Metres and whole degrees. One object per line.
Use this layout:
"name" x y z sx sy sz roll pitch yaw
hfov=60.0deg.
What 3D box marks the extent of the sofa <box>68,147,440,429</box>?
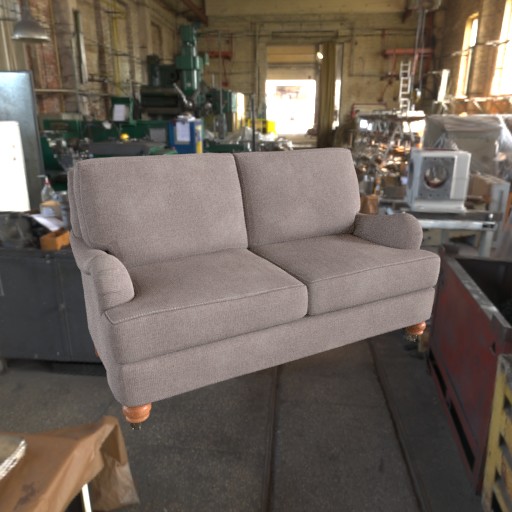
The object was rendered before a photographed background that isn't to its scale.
"sofa" 0.000 0.000 2.486 1.853 1.101 1.084 -9 20 -27
